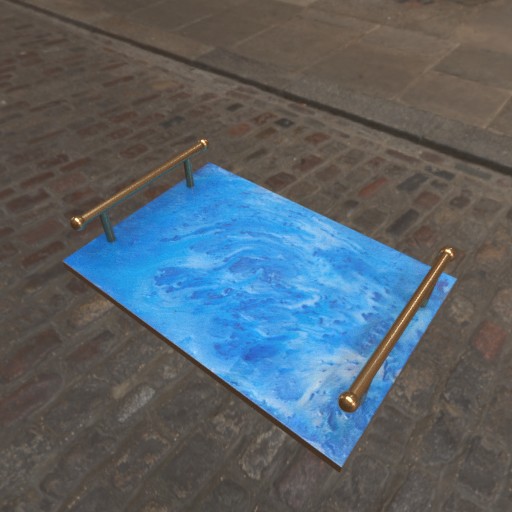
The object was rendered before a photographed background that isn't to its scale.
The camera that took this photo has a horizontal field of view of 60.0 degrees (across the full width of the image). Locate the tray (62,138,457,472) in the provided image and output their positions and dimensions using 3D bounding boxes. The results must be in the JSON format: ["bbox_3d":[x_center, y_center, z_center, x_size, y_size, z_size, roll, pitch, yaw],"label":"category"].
[{"bbox_3d":[0.000,0.000,0.581,0.444,0.084,0.304,29,52,25],"label":"tray"}]
